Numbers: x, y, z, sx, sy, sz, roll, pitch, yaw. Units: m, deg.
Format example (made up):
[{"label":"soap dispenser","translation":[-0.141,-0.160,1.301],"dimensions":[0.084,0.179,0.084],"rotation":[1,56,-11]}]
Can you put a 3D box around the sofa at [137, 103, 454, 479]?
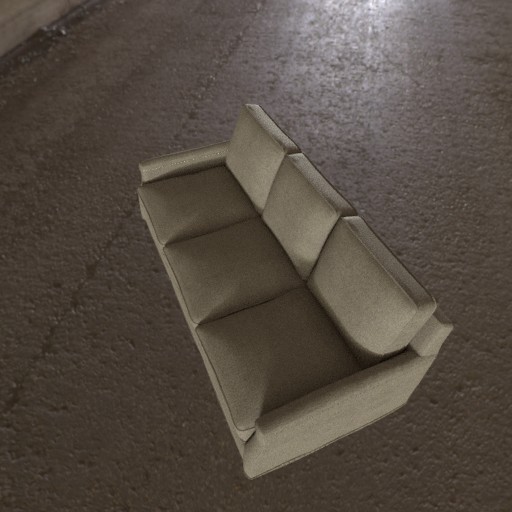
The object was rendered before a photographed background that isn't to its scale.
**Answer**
[{"label":"sofa","translation":[0.000,0.000,2.834],"dimensions":[1.084,1.003,2.246],"rotation":[-18,49,-16]}]
